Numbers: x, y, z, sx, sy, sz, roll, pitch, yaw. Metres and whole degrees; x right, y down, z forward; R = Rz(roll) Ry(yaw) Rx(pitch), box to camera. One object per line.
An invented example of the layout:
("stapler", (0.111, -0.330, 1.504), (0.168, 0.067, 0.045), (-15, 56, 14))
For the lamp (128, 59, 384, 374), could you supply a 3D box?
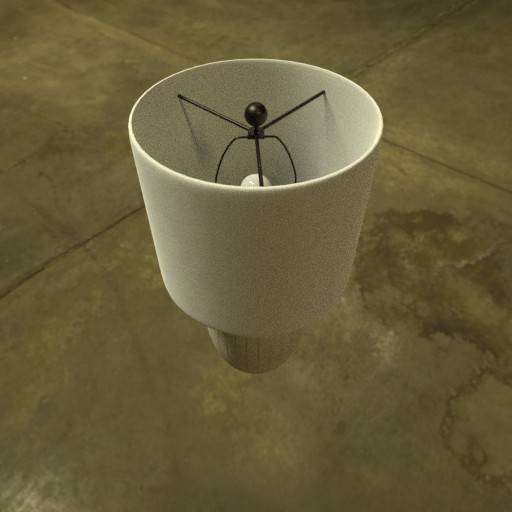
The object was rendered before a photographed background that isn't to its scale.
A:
("lamp", (0.000, 0.000, 0.776), (0.329, 0.570, 0.329), (-2, 47, -2))
